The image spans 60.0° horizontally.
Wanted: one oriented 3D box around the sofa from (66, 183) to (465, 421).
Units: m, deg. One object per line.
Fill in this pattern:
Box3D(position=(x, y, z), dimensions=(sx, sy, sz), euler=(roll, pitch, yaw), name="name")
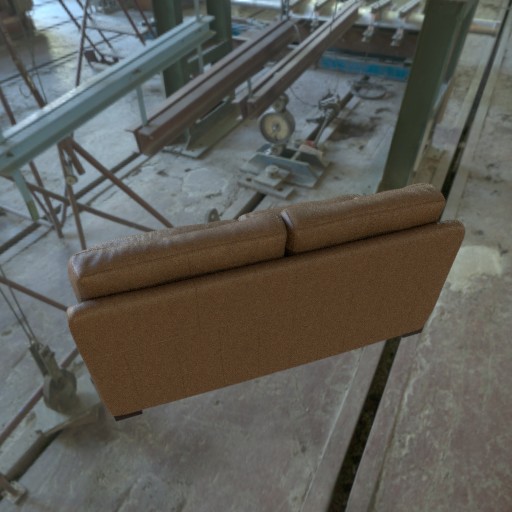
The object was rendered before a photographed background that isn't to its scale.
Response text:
Box3D(position=(0.000, 0.000, 2.442), dimensions=(1.855, 0.980, 0.962), euler=(-12, 43, -14), name="sofa")
